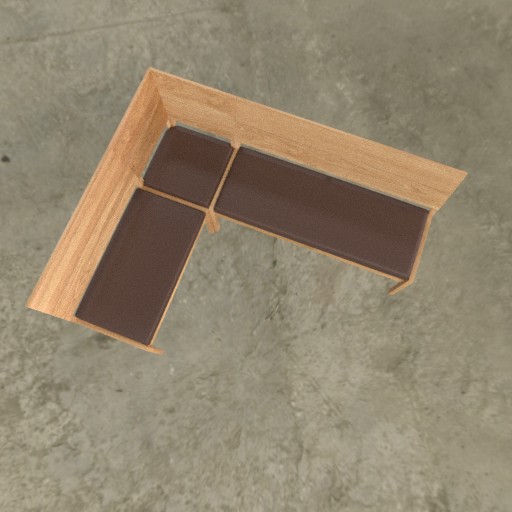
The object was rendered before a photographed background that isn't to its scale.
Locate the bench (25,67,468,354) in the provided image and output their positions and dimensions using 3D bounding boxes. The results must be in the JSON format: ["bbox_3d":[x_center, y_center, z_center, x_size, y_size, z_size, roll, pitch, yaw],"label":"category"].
[{"bbox_3d":[0.000,0.000,2.802,1.975,0.890,1.549,19,76,5],"label":"bench"}]
